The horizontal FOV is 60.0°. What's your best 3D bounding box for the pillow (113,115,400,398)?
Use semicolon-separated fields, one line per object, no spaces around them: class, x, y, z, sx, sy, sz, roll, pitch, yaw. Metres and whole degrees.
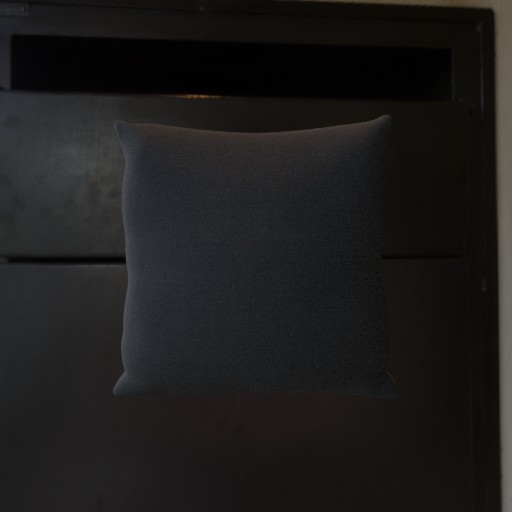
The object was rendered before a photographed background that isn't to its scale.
pillow;0.000;0.000;0.786;0.503;0.496;0.208;0;-1;1
